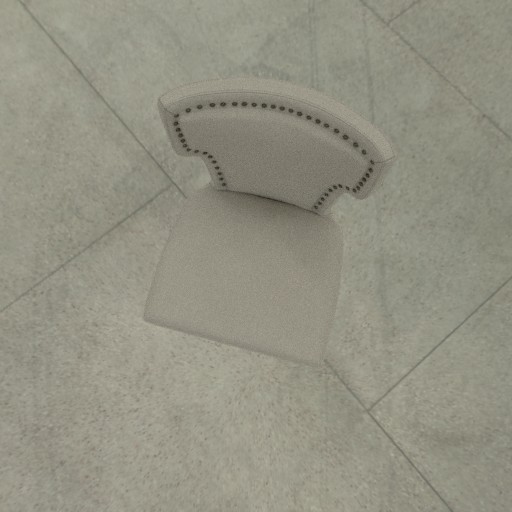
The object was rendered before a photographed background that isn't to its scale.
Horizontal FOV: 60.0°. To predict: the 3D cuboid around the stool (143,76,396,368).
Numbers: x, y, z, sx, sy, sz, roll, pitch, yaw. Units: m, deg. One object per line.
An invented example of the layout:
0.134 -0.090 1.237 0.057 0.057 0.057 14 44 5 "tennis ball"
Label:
0.000 0.000 1.359 0.527 0.982 0.563 14 76 4 "stool"
